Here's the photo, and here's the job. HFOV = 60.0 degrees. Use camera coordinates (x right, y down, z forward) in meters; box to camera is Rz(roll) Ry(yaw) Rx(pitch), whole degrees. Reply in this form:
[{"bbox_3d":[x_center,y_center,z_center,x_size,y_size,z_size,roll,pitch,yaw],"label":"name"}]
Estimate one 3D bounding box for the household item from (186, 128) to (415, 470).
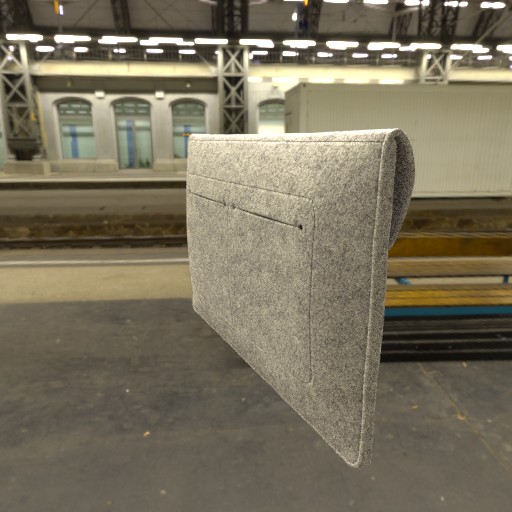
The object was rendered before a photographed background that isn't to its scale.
[{"bbox_3d":[0.000,0.000,0.410,0.057,0.221,0.335,-7,17,-26],"label":"household item"}]
